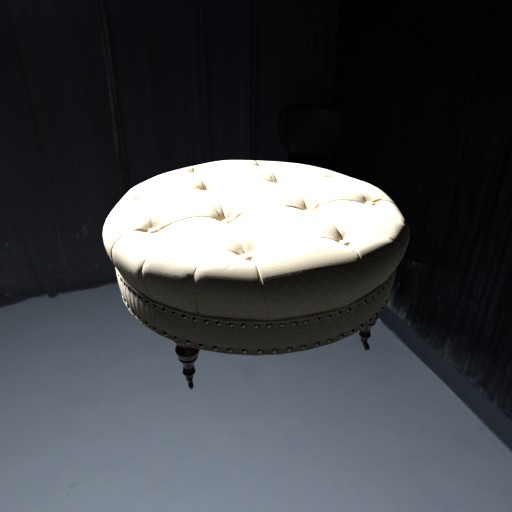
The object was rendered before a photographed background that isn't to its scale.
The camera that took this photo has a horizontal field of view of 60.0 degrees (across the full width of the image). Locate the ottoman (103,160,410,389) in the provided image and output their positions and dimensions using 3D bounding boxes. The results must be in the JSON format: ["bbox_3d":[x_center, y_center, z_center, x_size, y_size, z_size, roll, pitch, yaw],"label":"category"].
[{"bbox_3d":[0.000,0.000,1.409,0.901,0.439,0.901,0,28,0],"label":"ottoman"}]
